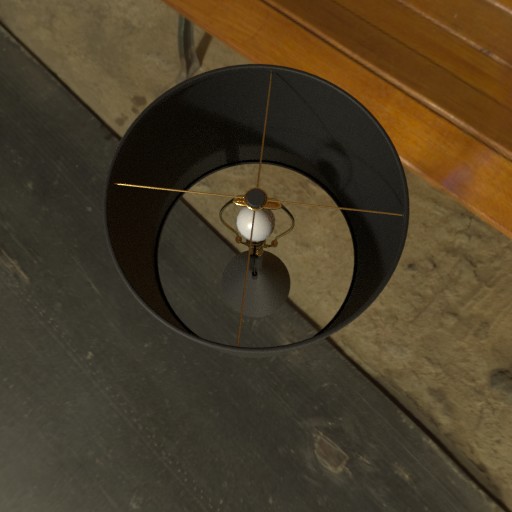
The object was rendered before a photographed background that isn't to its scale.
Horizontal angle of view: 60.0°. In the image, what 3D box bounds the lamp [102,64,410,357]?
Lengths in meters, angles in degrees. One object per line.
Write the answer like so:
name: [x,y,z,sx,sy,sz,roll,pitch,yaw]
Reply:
lamp: [0.000,0.000,0.801,0.359,0.584,0.359,6,76,2]
